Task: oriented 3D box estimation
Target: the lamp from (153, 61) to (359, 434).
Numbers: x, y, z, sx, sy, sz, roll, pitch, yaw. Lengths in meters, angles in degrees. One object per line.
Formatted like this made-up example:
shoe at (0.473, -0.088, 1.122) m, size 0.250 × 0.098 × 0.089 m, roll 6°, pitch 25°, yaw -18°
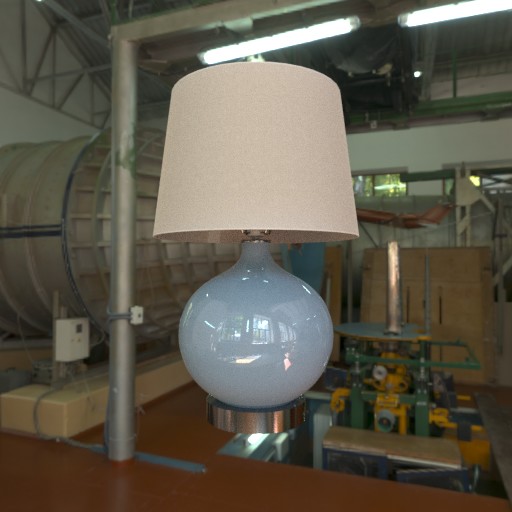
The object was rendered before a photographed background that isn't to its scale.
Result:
lamp at (0.000, 0.000, 0.542) m, size 0.247 × 0.387 × 0.247 m, roll 0°, pitch -2°, yaw 0°
